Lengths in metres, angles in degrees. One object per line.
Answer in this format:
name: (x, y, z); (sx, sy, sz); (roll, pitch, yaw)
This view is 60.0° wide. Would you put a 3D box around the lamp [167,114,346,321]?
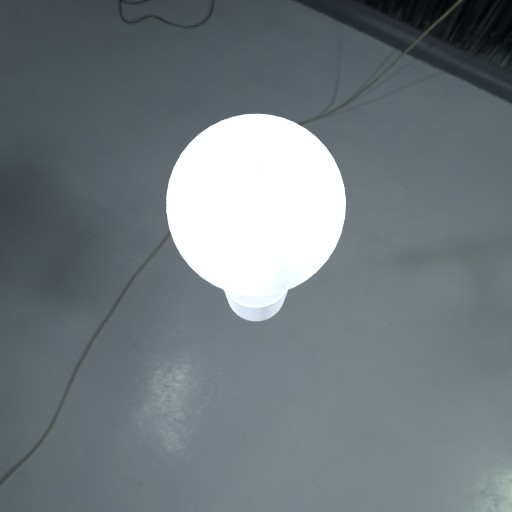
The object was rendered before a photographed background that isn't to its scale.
lamp: (0.000, 0.000, 0.543); (0.153, 0.480, 0.153); (0, 75, 0)
